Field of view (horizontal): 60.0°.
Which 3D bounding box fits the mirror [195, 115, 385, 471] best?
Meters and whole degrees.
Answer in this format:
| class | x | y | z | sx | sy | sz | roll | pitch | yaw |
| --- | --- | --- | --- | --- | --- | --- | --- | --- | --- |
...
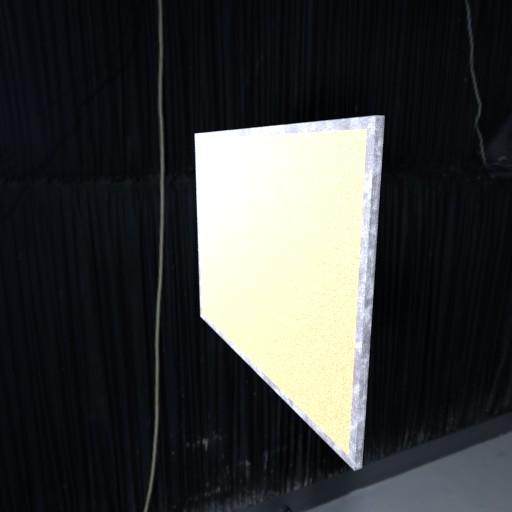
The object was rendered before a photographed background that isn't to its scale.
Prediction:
| class | x | y | z | sx | sy | sz | roll | pitch | yaw |
| --- | --- | --- | --- | --- | --- | --- | --- | --- | --- |
| mirror | 0.000 | 0.000 | 1.432 | 0.022 | 0.795 | 1.101 | -6 | 15 | -25 |
